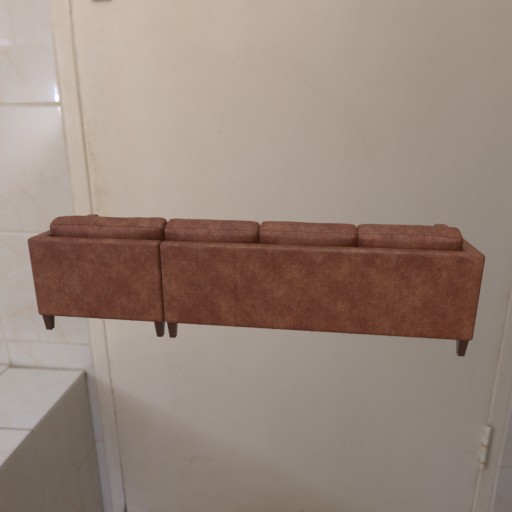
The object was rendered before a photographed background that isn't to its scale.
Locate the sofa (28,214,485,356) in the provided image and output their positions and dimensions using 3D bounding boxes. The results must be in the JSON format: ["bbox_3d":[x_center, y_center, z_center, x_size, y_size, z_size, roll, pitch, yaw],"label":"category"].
[{"bbox_3d":[0.000,0.000,3.884,3.203,0.883,1.581,2,17,7],"label":"sofa"}]
